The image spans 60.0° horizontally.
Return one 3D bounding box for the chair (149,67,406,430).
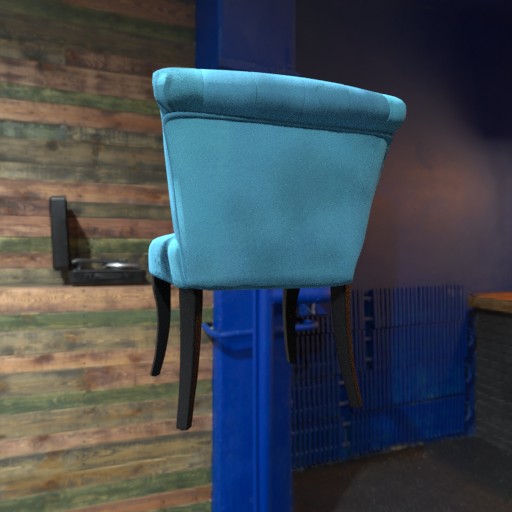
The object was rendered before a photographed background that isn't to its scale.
[{"bbox_3d":[0.000,0.000,1.175,0.582,0.750,0.605,0,1,-19],"label":"chair"}]
